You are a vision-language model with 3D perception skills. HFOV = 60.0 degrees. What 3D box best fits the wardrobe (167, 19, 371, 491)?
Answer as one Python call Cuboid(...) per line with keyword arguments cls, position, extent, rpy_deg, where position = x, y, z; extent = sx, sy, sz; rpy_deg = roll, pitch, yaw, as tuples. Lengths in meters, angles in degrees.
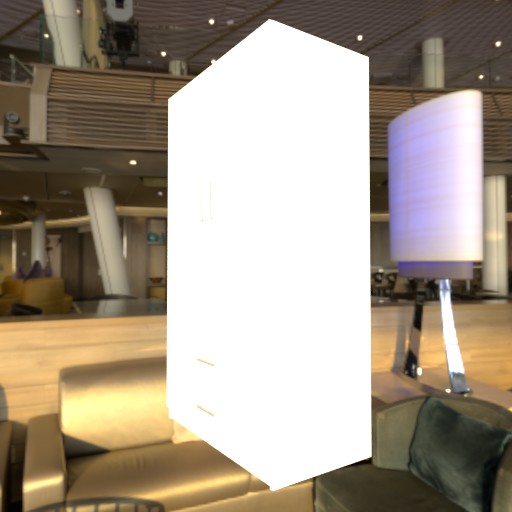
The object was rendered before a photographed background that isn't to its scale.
Cuboid(cls="wardrobe", position=(0.000, 0.000, 2.254), extent=(0.577, 1.808, 0.991), rpy_deg=(1, -2, -34))
